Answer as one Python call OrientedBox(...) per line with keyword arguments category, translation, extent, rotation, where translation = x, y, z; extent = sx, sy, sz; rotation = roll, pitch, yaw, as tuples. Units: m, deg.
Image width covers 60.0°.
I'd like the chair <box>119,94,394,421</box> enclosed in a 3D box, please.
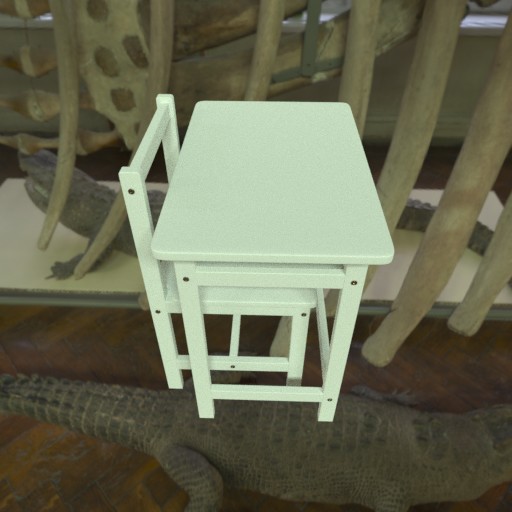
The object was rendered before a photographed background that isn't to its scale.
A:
OrientedBox(category="chair", translation=(0.000, 0.000, 1.102), extent=(0.461, 0.673, 0.599), rotation=(1, 42, 1))
